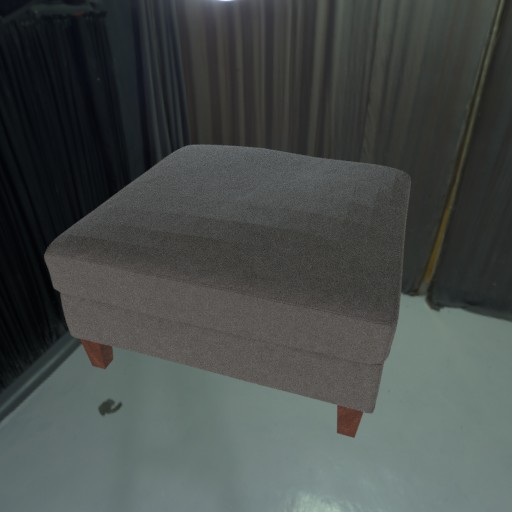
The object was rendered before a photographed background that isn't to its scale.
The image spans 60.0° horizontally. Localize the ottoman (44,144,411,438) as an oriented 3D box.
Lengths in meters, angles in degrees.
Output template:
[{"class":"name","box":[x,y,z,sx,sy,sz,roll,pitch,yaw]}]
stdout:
[{"class":"ottoman","box":[0.000,0.000,1.433,0.881,0.482,0.861,10,34,15]}]
